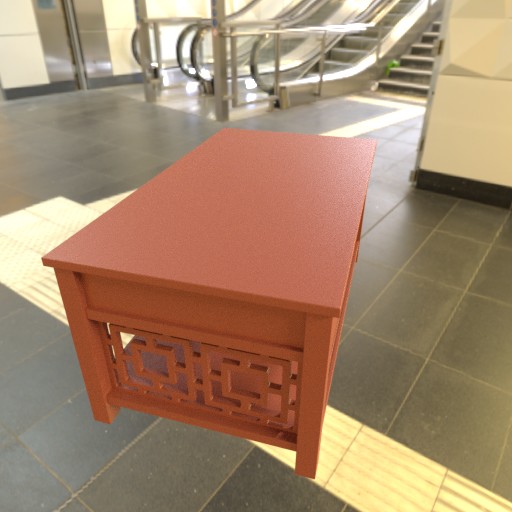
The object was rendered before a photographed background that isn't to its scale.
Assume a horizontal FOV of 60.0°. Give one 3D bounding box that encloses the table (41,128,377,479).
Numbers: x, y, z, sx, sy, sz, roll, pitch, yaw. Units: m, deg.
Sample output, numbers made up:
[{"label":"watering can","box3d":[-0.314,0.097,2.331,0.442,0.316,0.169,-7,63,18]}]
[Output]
[{"label":"table","box3d":[0.000,0.000,1.385,0.612,0.493,1.068,9,31,14]}]
